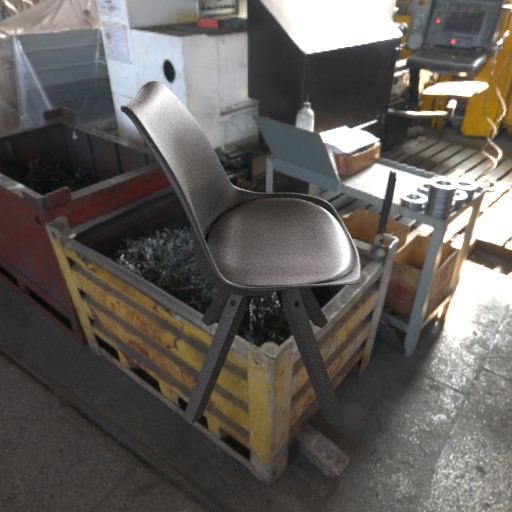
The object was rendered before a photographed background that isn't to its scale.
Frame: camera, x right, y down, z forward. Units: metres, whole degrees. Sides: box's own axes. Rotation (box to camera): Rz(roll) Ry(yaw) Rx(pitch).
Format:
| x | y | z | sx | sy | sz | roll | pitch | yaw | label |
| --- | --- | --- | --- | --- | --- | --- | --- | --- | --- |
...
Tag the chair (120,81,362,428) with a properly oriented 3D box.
| x | y | z | sx | sy | sz | roll | pitch | yaw | label |
| --- | --- | --- | --- | --- | --- | --- | --- | --- | --- |
| 0.000 | 0.000 | 1.200 | 0.550 | 0.850 | 0.485 | 1 | 33 | 1 | chair |
